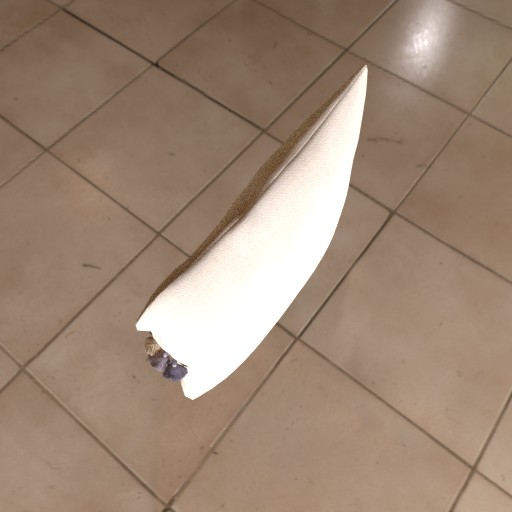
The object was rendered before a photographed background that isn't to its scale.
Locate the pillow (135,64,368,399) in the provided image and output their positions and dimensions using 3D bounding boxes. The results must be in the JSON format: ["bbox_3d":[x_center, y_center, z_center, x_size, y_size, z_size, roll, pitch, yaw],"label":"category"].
[{"bbox_3d":[0.000,0.000,0.751,0.165,0.481,0.489,34,69,15],"label":"pillow"}]
